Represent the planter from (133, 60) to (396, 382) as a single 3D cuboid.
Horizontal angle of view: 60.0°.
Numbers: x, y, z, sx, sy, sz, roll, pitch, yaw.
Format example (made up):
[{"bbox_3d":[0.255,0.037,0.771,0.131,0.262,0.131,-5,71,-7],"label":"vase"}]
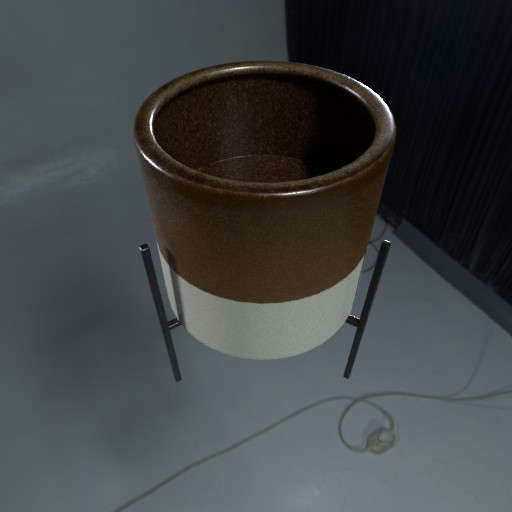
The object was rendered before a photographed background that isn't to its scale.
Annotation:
[{"bbox_3d":[0.000,0.000,0.549,0.269,0.375,0.255,-25,51,-22],"label":"planter"}]
